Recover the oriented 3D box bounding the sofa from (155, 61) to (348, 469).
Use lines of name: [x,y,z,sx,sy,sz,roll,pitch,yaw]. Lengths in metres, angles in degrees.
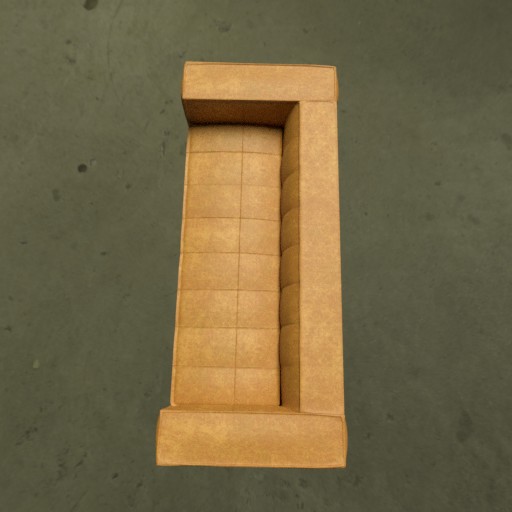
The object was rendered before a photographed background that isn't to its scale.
sofa: [0.000,0.000,3.037,1.102,0.701,2.581,1,76,0]
